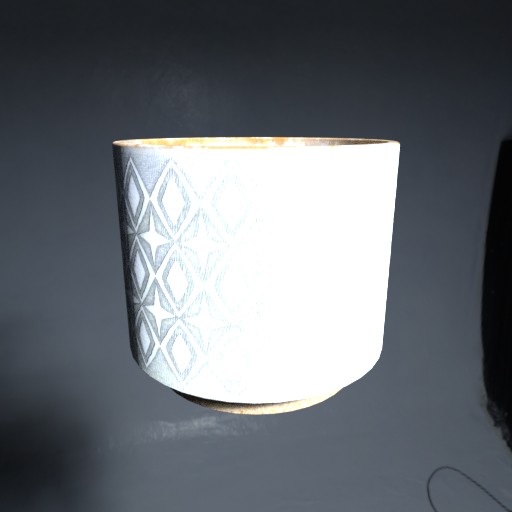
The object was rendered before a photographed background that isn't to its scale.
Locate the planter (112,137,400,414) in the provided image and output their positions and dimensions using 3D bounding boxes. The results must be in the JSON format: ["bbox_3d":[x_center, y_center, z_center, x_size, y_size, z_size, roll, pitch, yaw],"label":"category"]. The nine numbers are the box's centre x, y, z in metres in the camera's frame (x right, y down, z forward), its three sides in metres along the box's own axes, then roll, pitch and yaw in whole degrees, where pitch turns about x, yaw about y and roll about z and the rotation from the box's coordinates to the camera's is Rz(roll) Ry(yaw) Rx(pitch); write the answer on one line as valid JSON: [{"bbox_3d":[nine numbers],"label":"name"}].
[{"bbox_3d":[0.000,0.000,0.442,0.255,0.223,0.255,0,16,0],"label":"planter"}]
